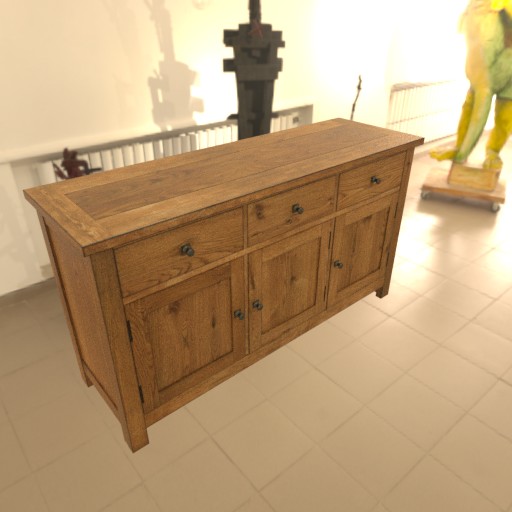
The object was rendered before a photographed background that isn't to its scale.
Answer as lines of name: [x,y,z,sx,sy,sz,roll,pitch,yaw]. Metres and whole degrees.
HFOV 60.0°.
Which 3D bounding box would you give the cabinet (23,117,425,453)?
cabinet: [0.000,0.000,1.819,1.474,0.813,0.480,-23,37,-34]
